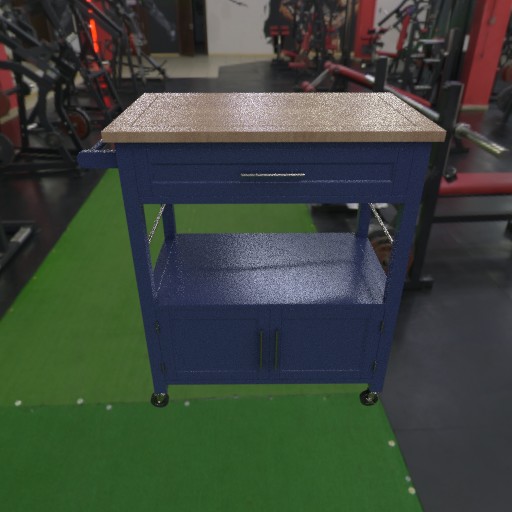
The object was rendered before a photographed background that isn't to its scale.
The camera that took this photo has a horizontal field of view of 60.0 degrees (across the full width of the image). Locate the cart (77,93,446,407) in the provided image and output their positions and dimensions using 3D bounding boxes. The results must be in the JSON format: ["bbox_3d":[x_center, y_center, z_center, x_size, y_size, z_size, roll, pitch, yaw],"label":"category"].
[{"bbox_3d":[0.000,0.000,1.400,0.840,0.901,0.459,0,30,0],"label":"cart"}]
